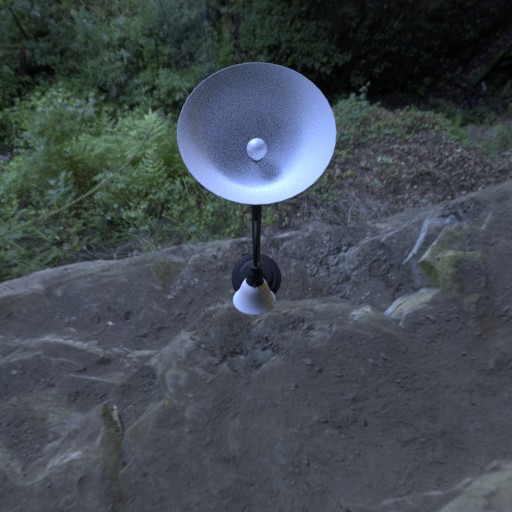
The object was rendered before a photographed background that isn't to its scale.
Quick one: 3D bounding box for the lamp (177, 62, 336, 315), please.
[{"bbox_3d":[0.000,0.000,1.971,0.405,1.793,0.588,1,75,0],"label":"lamp"}]
